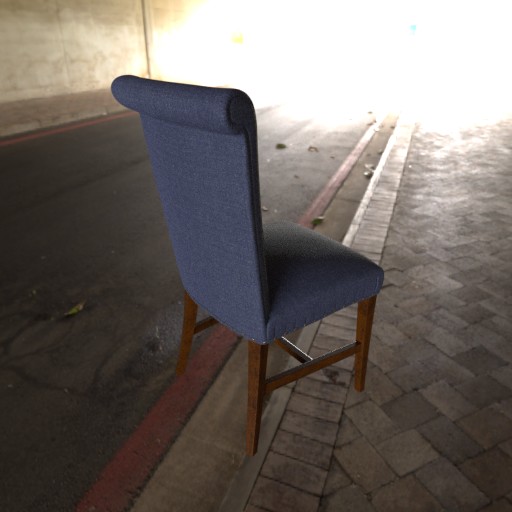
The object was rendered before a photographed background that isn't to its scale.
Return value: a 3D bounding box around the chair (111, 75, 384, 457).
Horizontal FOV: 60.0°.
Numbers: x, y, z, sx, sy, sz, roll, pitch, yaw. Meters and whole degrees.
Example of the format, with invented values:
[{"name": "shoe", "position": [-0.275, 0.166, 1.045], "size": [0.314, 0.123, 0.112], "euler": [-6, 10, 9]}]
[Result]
[{"name": "chair", "position": [0.000, 0.000, 1.307], "size": [0.608, 0.988, 0.513], "euler": [-19, 31, -33]}]
